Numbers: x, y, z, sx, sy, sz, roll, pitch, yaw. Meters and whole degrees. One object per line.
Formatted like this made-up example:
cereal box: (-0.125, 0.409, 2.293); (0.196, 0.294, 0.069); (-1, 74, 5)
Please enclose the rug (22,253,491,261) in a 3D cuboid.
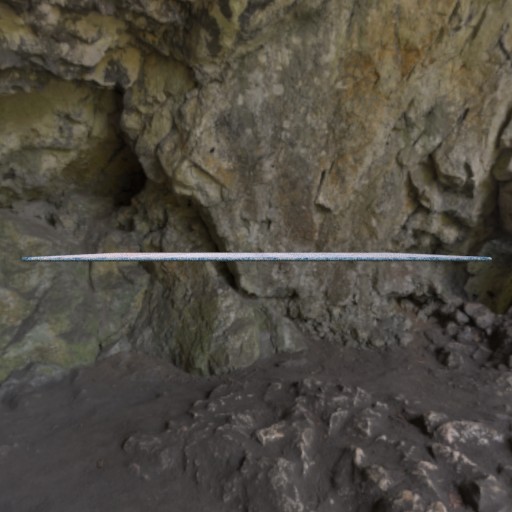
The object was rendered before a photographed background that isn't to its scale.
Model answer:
rug: (0.000, 0.000, 2.329); (1.829, 0.016, 1.219); (0, 1, -1)
